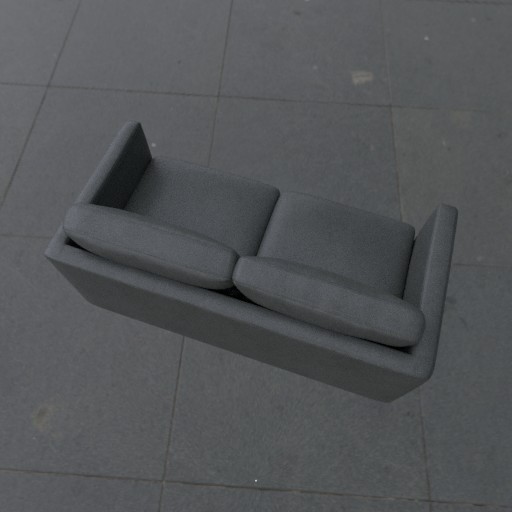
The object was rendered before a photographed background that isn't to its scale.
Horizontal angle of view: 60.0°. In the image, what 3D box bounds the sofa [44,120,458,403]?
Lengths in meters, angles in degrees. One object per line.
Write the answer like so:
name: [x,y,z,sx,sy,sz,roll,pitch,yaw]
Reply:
sofa: [0.000,0.000,2.442,1.883,0.933,0.951,17,64,8]
